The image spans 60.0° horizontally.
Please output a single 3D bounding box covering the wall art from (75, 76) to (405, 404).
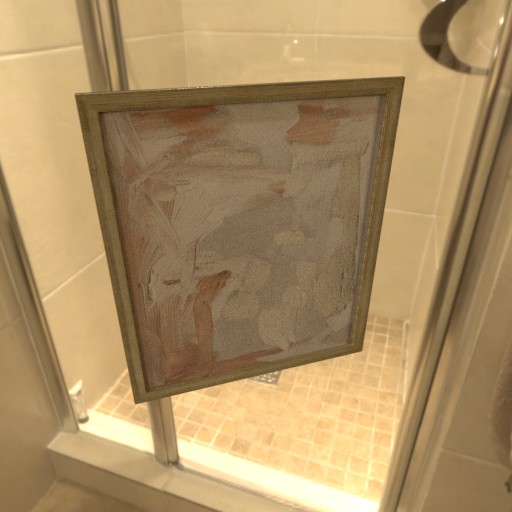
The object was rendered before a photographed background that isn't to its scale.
[{"bbox_3d":[0.000,0.000,0.764,0.483,0.559,0.009,-9,31,-15],"label":"wall art"}]
